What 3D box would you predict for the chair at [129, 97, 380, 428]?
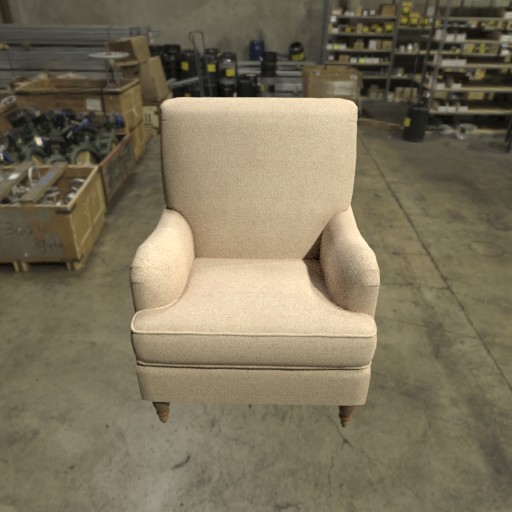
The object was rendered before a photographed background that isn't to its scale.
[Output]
[{"bbox_3d":[0.000,0.000,1.844,0.879,1.119,0.953,1,30,1],"label":"chair"}]
